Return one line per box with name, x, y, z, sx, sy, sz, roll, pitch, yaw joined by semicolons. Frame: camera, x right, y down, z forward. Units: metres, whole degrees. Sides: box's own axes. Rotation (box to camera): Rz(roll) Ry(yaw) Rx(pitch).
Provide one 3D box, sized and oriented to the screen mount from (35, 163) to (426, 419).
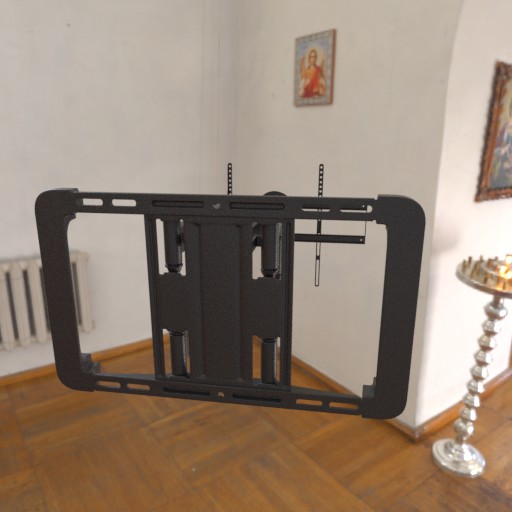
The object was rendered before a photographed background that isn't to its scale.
screen mount;0.000;0.000;1.287;0.725;0.483;0.905;2;16;9
